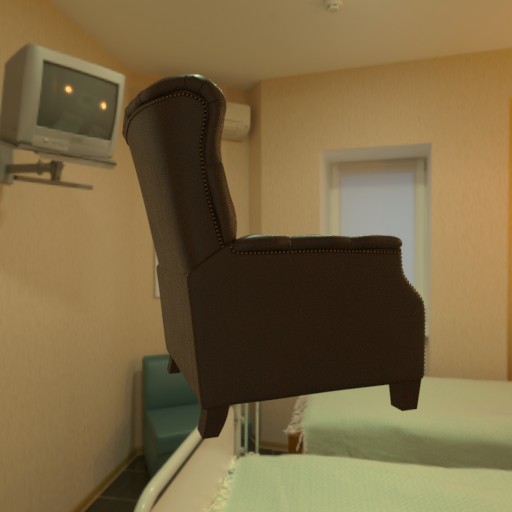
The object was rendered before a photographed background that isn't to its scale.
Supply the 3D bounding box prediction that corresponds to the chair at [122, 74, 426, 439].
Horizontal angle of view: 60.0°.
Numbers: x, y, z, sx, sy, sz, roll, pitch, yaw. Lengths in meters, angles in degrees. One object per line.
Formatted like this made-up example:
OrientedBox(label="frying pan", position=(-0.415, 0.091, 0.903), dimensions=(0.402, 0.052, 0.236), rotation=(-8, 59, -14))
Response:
OrientedBox(label="chair", position=(0.000, 0.000, 1.437), dimensions=(0.823, 0.864, 0.709), rotation=(0, 1, -19))
